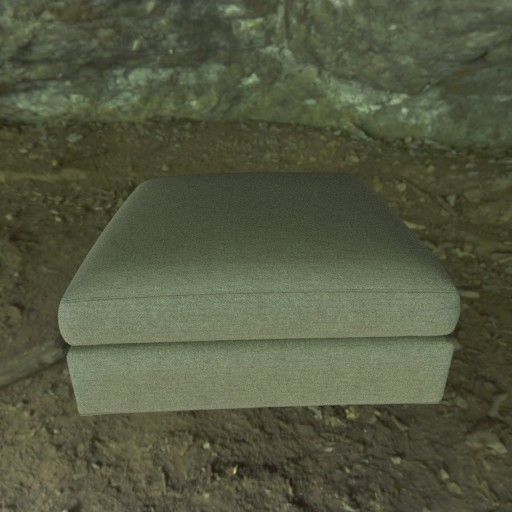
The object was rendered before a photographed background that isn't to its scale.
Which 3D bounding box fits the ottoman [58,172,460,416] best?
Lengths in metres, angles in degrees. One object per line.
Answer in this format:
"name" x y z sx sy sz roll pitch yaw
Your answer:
"ottoman" 0.000 0.000 1.596 1.041 0.470 1.041 -1 26 -2
